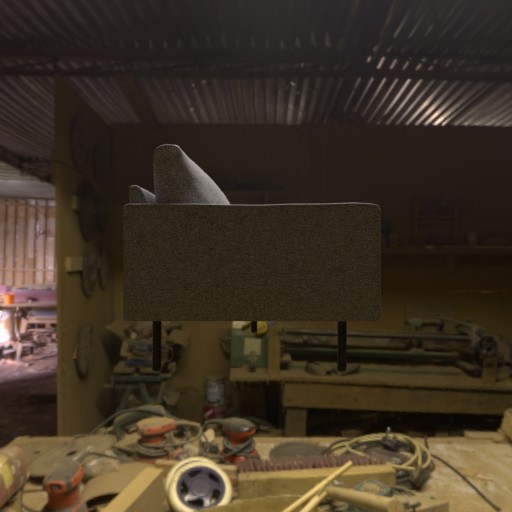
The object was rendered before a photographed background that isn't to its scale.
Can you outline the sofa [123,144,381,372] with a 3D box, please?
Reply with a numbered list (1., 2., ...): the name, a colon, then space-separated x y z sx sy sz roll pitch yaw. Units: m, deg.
1. sofa: 0.000 0.000 2.410 0.850 0.830 2.000 0 0 0
